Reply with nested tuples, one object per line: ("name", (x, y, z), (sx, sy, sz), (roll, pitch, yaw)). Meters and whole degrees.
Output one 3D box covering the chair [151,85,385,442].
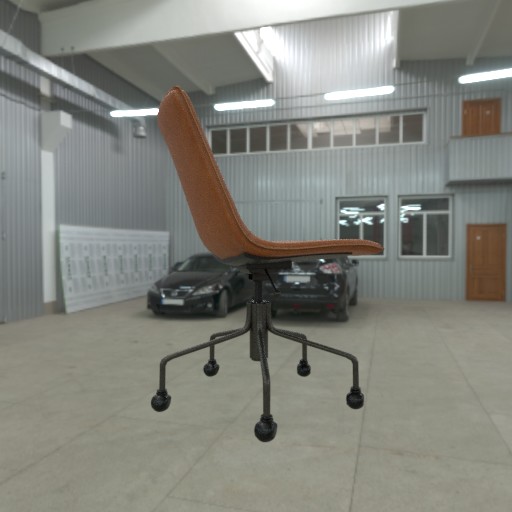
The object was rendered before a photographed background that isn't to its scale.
("chair", (0.000, 0.000, 1.413), (0.660, 0.920, 0.651), (0, 1, -19))
